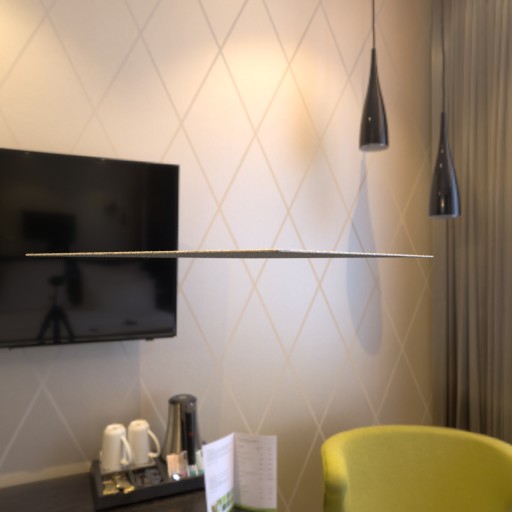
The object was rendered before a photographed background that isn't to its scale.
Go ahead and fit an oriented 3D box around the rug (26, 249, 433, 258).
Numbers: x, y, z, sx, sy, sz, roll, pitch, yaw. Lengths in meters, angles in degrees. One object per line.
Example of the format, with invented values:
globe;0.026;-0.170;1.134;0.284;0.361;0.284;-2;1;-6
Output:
rug;0.000;0.000;4.142;2.447;0.014;3.061;-1;-1;35
